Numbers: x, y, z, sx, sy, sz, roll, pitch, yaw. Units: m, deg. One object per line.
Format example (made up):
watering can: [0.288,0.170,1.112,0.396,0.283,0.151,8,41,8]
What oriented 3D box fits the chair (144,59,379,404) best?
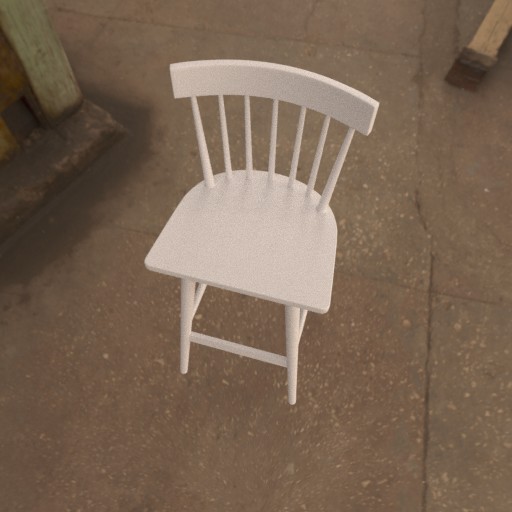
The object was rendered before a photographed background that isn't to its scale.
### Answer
chair: [0.000,0.000,1.377,0.483,1.092,0.572,14,61,8]
